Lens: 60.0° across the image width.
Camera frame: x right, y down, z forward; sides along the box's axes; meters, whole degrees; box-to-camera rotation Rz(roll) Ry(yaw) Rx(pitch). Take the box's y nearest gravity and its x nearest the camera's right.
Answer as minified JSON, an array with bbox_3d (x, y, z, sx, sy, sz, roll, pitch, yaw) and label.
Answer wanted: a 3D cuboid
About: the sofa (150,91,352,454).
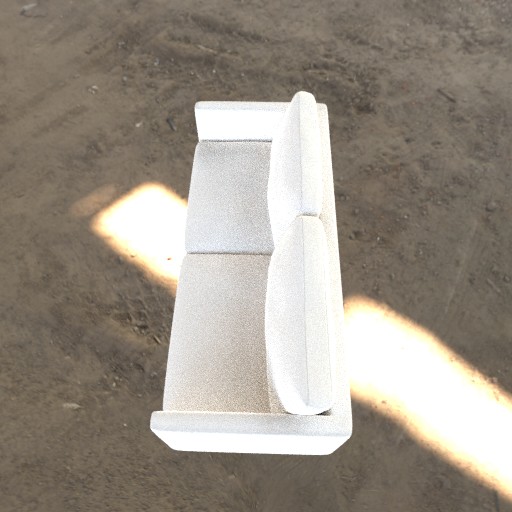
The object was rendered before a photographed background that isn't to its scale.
[{"bbox_3d":[0.000,0.000,2.692,0.924,0.933,2.139,1,59,1],"label":"sofa"}]
